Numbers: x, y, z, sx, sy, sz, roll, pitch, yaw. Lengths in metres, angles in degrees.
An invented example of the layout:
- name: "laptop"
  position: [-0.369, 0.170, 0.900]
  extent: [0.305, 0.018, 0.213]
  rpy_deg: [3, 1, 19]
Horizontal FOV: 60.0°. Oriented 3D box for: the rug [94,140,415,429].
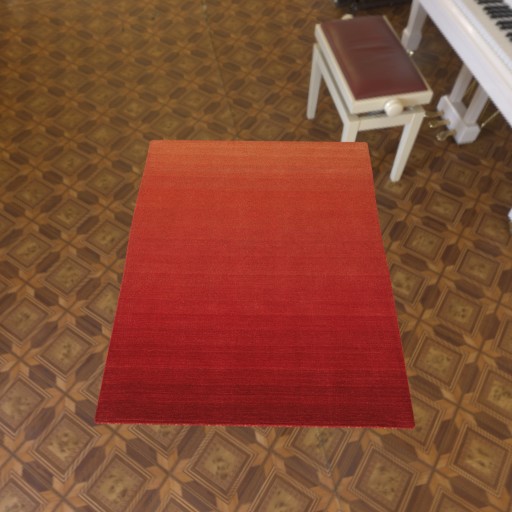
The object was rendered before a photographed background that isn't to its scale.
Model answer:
- name: "rug"
  position: [0.000, 0.000, 3.967]
  extent: [2.340, 0.028, 2.905]
  rpy_deg: [1, 58, 0]
